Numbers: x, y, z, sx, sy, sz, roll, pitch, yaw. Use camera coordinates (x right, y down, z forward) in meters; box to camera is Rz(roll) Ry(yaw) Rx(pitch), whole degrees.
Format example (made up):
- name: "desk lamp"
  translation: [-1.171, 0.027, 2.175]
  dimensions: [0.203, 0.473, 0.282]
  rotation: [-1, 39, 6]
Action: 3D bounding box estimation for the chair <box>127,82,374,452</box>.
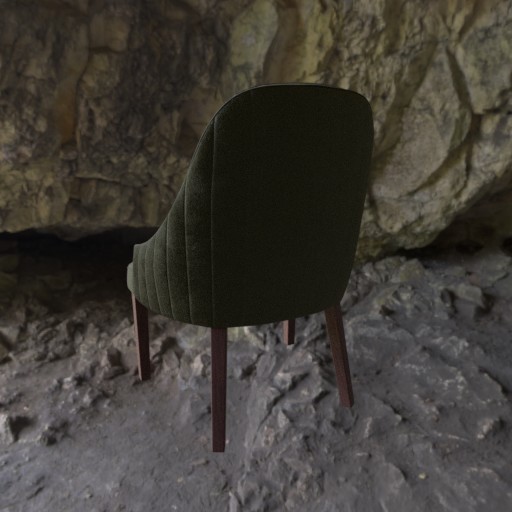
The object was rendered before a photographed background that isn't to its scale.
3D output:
- name: "chair"
  translation: [0.000, 0.000, 1.295]
  dimensions: [0.643, 0.889, 0.575]
  rotation: [-7, 16, -27]
